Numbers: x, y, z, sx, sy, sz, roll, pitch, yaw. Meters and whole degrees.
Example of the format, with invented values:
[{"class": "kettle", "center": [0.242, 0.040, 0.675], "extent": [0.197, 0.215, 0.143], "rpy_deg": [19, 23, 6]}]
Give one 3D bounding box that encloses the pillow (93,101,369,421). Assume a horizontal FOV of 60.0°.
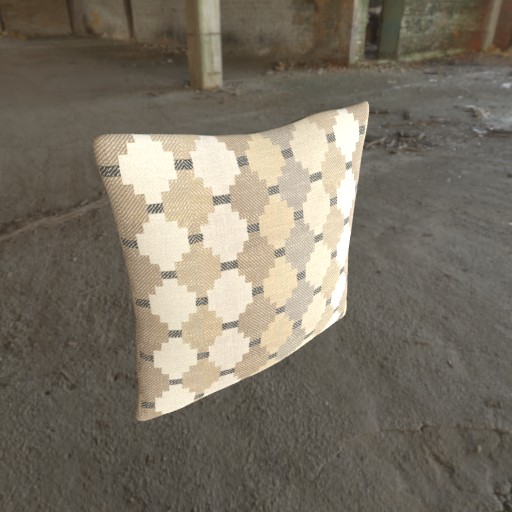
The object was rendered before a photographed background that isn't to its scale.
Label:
[{"class": "pillow", "center": [0.000, 0.000, 0.879], "extent": [0.578, 0.558, 0.192], "rpy_deg": [-20, 35, -32]}]
